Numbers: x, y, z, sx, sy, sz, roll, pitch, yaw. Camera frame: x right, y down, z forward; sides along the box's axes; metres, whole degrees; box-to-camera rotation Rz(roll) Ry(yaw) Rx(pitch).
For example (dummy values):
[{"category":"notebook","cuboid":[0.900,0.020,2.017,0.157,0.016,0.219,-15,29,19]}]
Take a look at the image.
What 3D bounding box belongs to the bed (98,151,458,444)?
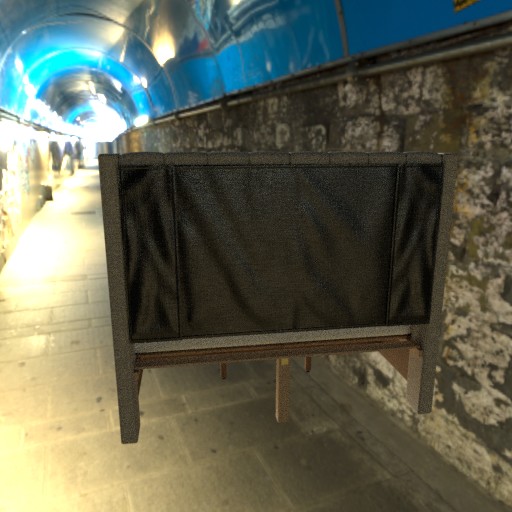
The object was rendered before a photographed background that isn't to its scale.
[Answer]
[{"category":"bed","cuboid":[0.000,0.000,3.775,2.044,1.748,2.372,-2,14,-9]}]
